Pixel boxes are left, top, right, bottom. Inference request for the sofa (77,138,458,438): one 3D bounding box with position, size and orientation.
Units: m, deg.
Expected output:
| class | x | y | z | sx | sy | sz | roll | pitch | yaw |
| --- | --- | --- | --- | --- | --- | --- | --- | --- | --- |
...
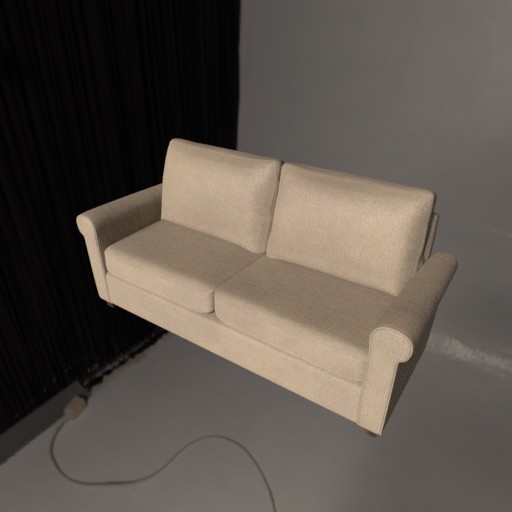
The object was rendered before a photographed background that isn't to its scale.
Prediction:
| class | x | y | z | sx | sy | sz | roll | pitch | yaw |
| --- | --- | --- | --- | --- | --- | --- | --- | --- | --- |
| sofa | 0.000 | 0.000 | 2.432 | 1.935 | 0.942 | 0.842 | 19 | 35 | 29 |
